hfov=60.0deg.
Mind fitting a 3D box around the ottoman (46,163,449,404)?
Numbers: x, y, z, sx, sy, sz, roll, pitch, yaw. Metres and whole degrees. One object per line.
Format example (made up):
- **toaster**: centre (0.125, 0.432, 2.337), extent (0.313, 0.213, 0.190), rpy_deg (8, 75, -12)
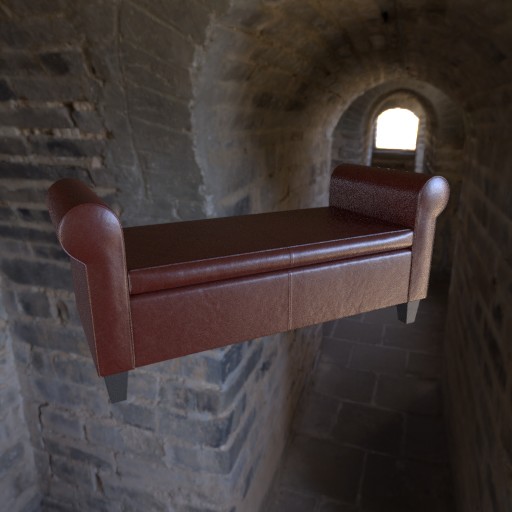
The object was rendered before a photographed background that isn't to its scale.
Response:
- **ottoman**: centre (0.000, 0.000, 1.540), extent (1.256, 0.547, 0.521), rpy_deg (-9, 19, -26)
